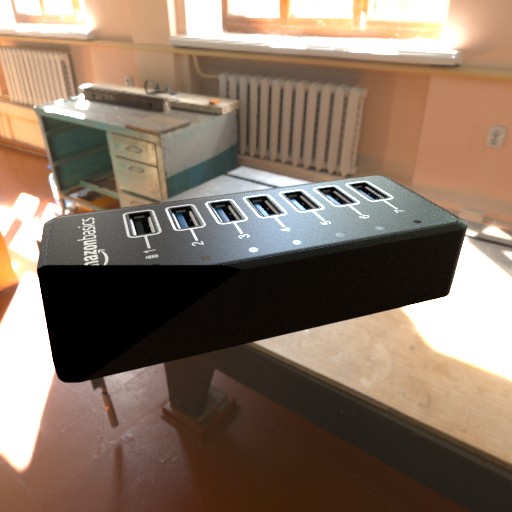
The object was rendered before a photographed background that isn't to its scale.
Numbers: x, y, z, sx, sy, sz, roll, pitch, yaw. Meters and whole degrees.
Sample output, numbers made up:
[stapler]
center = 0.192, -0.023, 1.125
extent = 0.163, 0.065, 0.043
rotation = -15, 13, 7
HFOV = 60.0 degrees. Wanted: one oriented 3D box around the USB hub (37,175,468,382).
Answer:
[USB hub]
center = 0.000, 0.000, 0.127
extent = 0.110, 0.023, 0.044
rotation = -10, 31, -17
